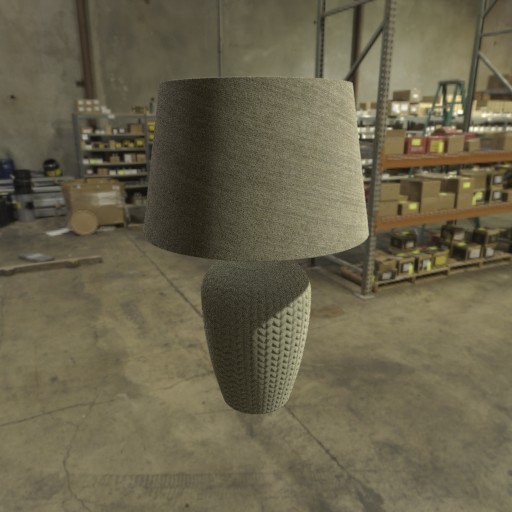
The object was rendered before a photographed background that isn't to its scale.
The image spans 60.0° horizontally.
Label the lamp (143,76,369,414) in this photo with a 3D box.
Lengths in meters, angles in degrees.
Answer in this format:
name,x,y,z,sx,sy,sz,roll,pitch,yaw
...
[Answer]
name,x,y,z,sx,sy,sz,roll,pitch,yaw
lamp,0.000,0.000,0.804,0.390,0.580,0.390,0,17,0
